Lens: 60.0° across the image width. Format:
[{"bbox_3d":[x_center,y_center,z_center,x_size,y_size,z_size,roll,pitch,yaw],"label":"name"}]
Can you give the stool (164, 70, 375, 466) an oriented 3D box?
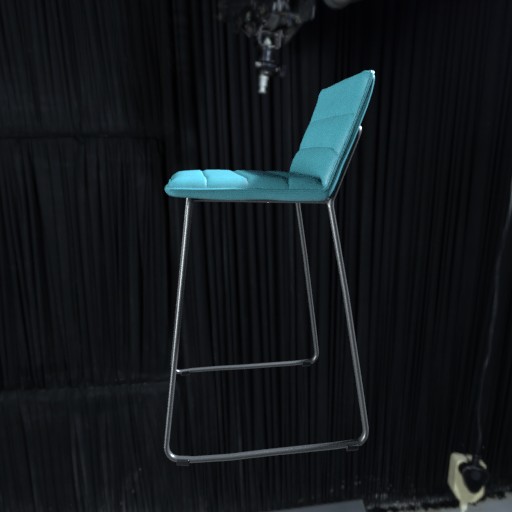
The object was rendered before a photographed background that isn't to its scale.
[{"bbox_3d":[0.000,0.000,1.242,0.524,0.936,0.489,-2,14,-8],"label":"stool"}]
